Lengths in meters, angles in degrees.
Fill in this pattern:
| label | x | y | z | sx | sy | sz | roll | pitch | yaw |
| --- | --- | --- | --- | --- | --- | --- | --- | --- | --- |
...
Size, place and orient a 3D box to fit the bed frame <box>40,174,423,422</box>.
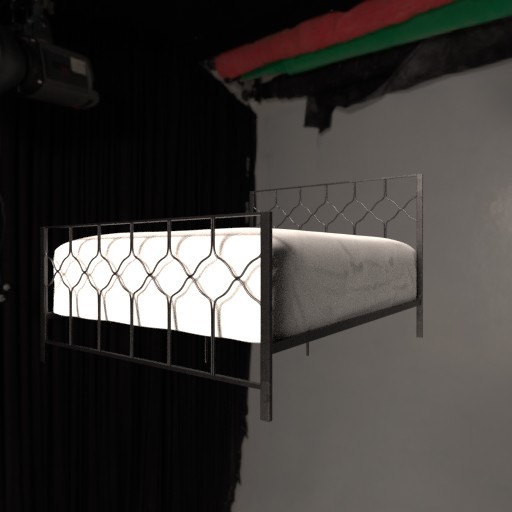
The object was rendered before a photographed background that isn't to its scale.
| label | x | y | z | sx | sy | sz | roll | pitch | yaw |
| --- | --- | --- | --- | --- | --- | --- | --- | --- | --- |
| bed frame | 0.000 | 0.000 | 2.943 | 1.597 | 1.222 | 2.063 | 0 | 0 | 36 |
